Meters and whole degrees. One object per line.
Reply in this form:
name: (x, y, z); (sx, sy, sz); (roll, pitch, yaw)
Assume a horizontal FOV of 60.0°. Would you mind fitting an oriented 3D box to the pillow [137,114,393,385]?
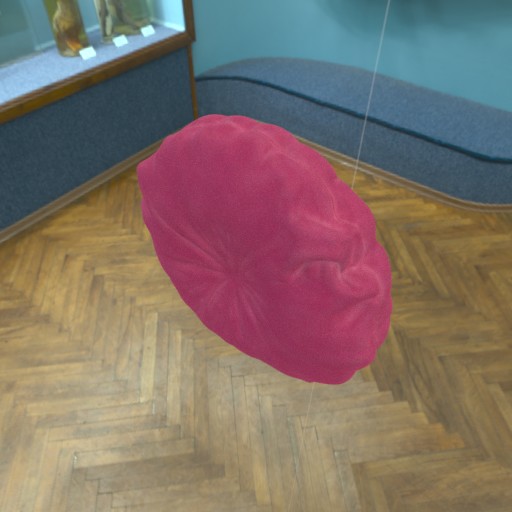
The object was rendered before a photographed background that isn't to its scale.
pillow: (0.000, 0.000, 0.647); (0.428, 0.407, 0.148); (32, 54, 26)
